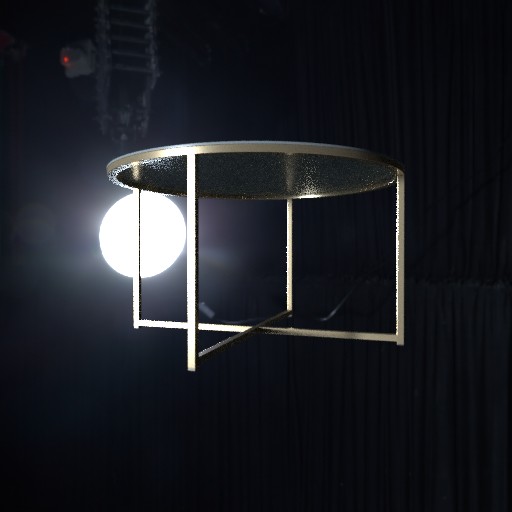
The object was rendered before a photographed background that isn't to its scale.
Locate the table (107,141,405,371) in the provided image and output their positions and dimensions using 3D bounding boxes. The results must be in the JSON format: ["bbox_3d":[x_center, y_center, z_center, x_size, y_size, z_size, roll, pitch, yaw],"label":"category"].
[{"bbox_3d":[0.000,0.000,1.254,0.800,0.450,0.800,0,1,0],"label":"table"}]
